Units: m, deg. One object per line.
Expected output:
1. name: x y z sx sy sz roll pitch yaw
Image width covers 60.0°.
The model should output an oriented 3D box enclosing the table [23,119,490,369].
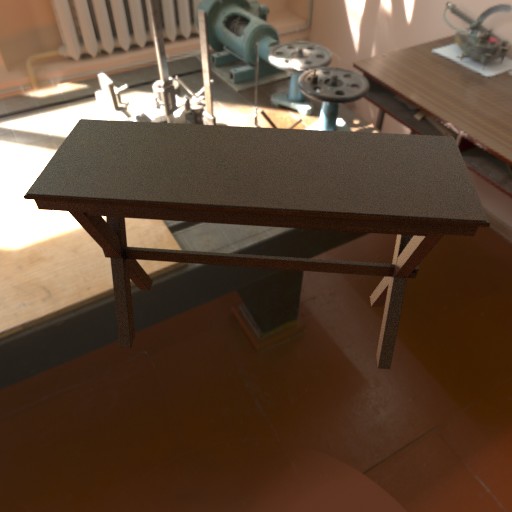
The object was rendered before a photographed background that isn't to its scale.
1. table: 0.000 0.000 1.537 1.197 0.763 0.399 4 46 4
